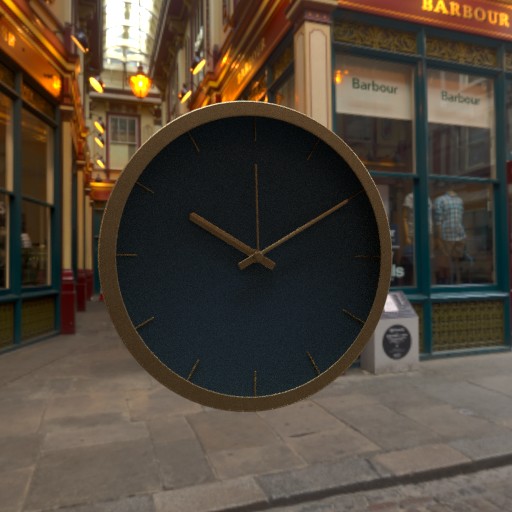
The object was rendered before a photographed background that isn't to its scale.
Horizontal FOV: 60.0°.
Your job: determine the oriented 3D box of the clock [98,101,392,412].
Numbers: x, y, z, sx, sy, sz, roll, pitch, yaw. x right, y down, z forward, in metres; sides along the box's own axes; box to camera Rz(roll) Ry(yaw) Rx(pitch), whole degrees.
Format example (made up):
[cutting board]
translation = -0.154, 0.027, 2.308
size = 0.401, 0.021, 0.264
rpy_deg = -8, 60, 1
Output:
[clock]
translation = 0.000, 0.000, 0.466
size = 0.314, 0.314, 0.040
rpy_deg = 0, -1, -20
